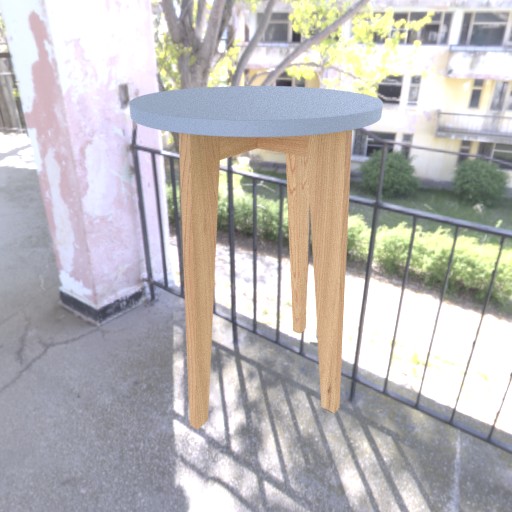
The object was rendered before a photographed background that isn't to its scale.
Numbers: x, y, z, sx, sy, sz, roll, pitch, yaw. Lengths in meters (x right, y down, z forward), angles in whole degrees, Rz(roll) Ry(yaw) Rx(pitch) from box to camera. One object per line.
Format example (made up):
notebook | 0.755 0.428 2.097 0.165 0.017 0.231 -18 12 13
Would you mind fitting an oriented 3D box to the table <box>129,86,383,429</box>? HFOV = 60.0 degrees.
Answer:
table | 0.000 0.000 0.742 0.350 0.500 0.350 0 27 0
